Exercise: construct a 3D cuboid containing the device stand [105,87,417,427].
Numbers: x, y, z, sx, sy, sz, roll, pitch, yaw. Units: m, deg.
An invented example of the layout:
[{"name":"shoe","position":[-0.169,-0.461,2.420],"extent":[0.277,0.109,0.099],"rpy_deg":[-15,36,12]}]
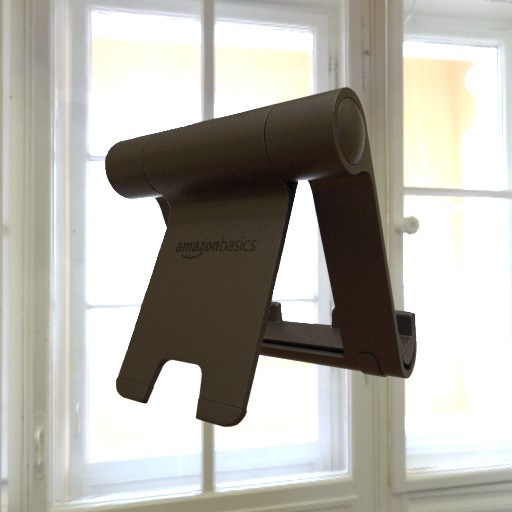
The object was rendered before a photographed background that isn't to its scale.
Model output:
[{"name":"device stand","position":[0.000,0.000,0.150],"extent":[0.088,0.084,0.079],"rpy_deg":[0,0,36]}]
